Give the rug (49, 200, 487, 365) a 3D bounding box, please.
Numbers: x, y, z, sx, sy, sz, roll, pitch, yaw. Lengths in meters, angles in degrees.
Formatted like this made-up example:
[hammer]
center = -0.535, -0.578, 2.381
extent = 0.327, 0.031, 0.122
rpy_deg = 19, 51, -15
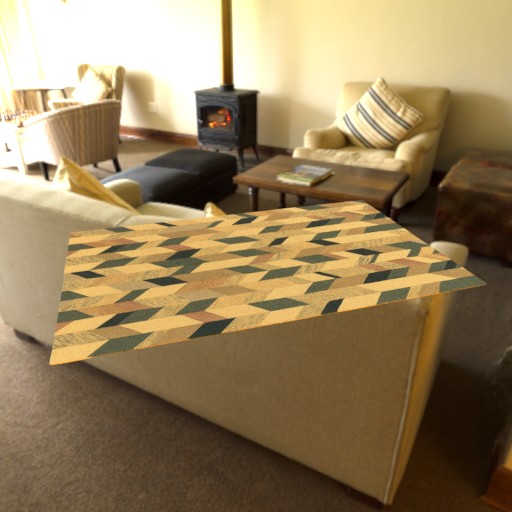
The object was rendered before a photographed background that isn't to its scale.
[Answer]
[rug]
center = 0.000, 0.000, 2.963
extent = 2.423, 0.008, 1.513
rpy_deg = -8, 28, -15
